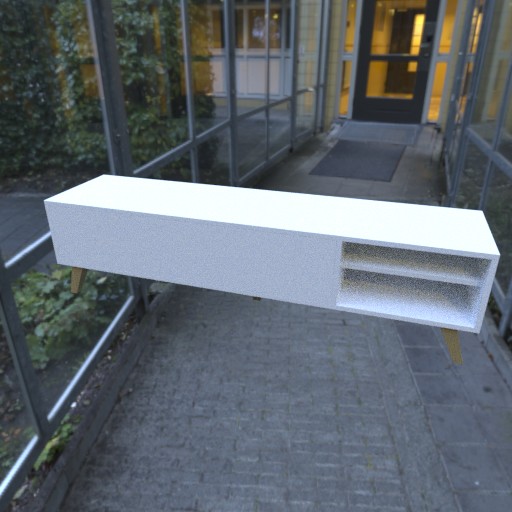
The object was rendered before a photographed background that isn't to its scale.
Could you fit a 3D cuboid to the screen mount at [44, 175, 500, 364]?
[{"bbox_3d":[0.000,0.000,1.801,1.644,0.432,0.399,8,27,16],"label":"screen mount"}]
